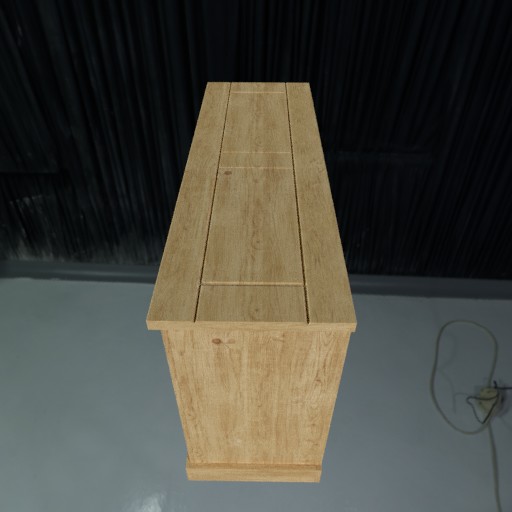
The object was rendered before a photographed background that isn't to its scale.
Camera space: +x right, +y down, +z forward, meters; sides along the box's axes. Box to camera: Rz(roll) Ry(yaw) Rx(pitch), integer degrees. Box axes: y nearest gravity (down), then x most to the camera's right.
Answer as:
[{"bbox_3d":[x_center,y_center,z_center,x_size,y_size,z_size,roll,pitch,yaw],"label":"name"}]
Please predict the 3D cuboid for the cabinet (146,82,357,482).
[{"bbox_3d":[0.000,0.000,1.670,0.432,0.810,1.321,1,42,1],"label":"cabinet"}]
